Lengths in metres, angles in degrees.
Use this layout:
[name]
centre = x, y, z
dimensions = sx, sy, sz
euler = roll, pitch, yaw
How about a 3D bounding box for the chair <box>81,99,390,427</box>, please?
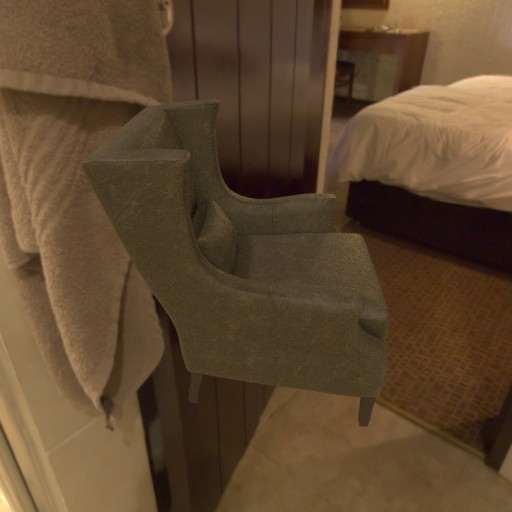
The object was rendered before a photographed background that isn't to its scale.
[chair]
centre = 0.000, 0.000, 1.702
dimensions = 0.926, 1.016, 0.853
euler = 1, 31, 2
